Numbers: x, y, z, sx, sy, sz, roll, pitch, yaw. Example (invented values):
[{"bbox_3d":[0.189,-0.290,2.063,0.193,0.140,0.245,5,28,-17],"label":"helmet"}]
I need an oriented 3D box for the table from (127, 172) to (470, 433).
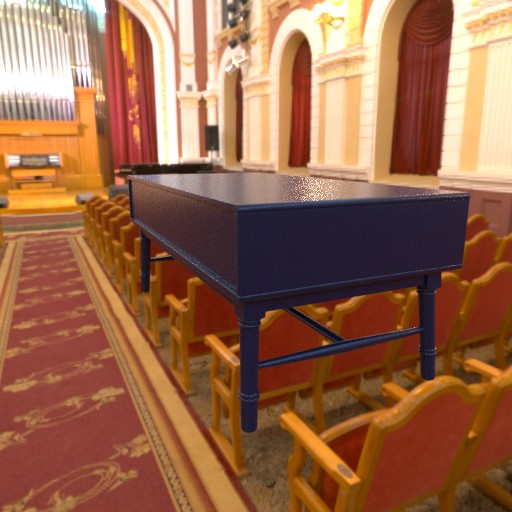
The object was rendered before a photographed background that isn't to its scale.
[{"bbox_3d":[0.000,0.000,1.375,0.572,0.457,1.067,-6,15,-25],"label":"table"}]
